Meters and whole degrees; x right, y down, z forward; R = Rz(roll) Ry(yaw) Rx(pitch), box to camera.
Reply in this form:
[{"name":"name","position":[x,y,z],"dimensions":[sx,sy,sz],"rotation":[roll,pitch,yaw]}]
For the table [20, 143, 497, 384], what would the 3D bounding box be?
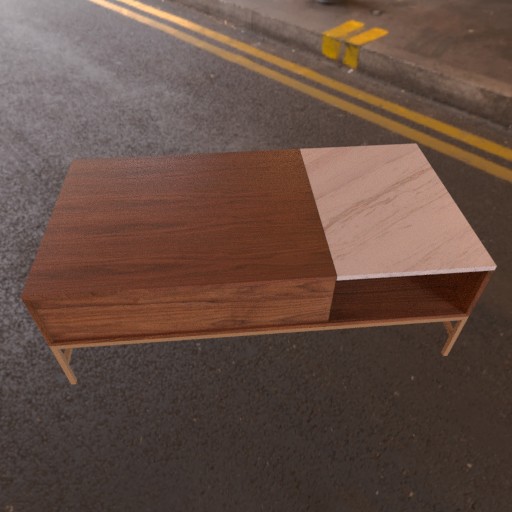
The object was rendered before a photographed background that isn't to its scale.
[{"name":"table","position":[0.000,0.000,1.913],"dimensions":[1.553,0.551,0.789],"rotation":[-3,45,-4]}]
